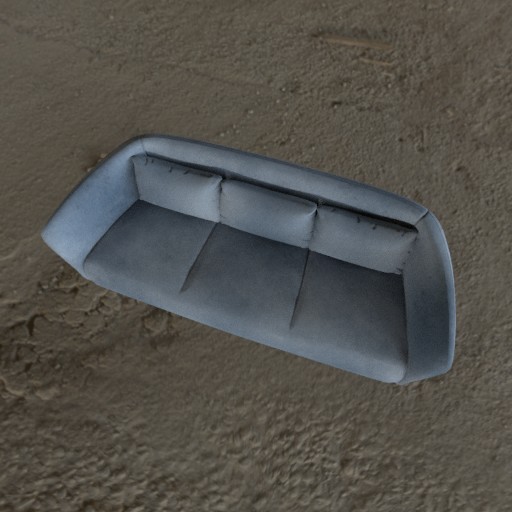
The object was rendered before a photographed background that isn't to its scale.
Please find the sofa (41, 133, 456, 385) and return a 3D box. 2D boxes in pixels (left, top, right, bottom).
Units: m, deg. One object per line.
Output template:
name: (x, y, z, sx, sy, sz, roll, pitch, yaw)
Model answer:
sofa: (0.000, 0.000, 2.531, 2.095, 0.795, 0.849, 17, 60, 10)
